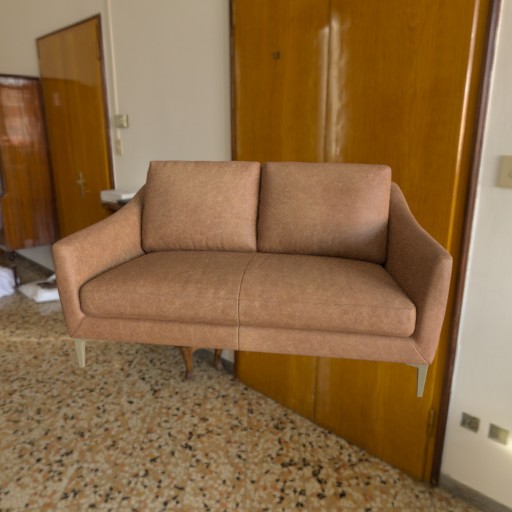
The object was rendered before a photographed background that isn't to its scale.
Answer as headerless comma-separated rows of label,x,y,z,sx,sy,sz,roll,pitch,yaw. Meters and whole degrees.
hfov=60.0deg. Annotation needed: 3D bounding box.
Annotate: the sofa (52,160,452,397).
sofa,0.000,0.000,2.219,1.619,0.902,0.960,2,15,9
